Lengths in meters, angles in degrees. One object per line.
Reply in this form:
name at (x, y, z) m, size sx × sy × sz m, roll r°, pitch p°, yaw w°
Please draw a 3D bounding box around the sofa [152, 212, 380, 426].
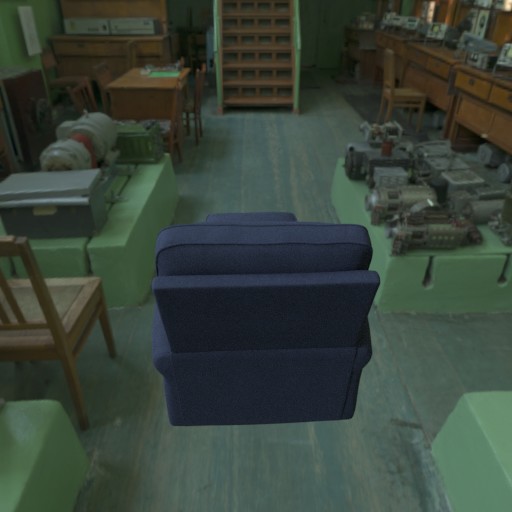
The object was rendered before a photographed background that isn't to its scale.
sofa at (0.000, 0.000, 2.103) m, size 0.880 × 0.959 × 1.478 m, roll -1°, pitch 31°, yaw -2°
